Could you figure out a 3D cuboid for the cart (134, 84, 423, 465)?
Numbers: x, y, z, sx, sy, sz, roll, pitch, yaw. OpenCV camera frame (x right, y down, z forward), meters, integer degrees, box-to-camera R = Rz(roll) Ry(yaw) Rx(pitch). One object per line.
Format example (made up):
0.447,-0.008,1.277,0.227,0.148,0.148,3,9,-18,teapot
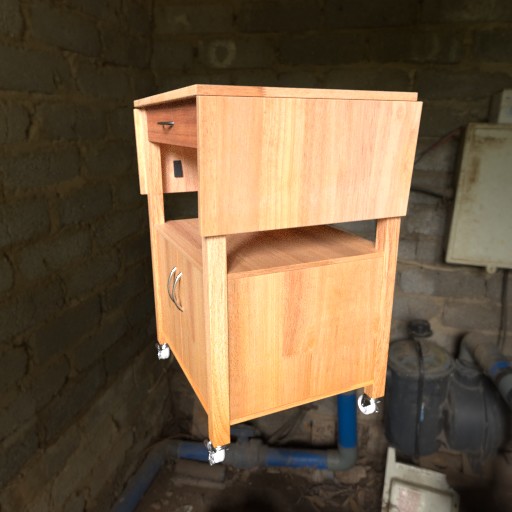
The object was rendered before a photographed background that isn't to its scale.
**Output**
0.000,0.000,1.242,0.508,0.838,0.640,-7,18,-23,cart
